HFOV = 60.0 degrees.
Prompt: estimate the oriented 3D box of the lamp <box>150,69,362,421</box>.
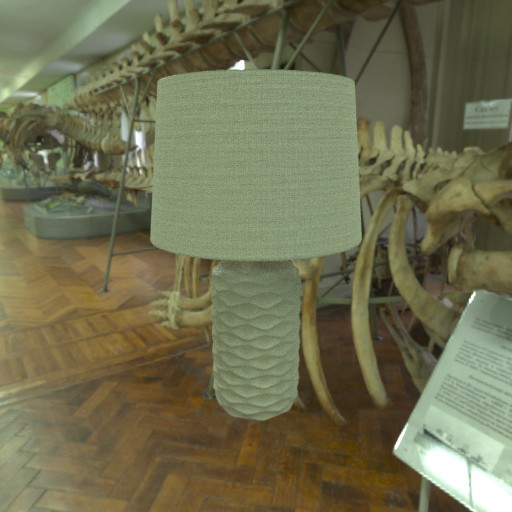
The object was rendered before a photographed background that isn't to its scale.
[{"bbox_3d":[0.000,0.000,0.818,0.376,0.594,0.376,0,14,0],"label":"lamp"}]
